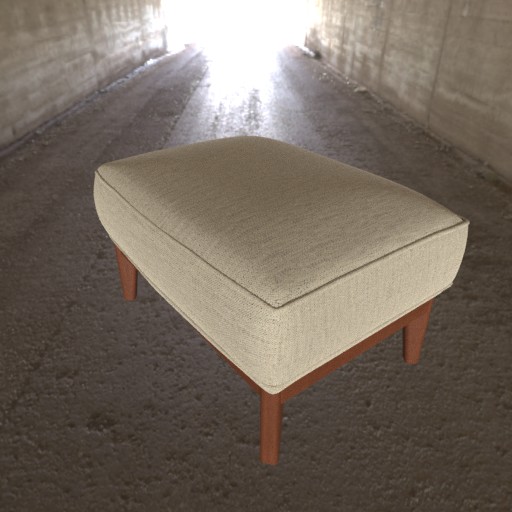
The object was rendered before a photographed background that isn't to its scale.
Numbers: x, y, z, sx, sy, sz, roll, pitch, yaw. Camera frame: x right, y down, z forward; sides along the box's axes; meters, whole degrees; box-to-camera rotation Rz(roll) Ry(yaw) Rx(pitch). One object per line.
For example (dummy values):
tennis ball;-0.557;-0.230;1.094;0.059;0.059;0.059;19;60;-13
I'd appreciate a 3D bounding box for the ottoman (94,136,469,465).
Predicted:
ottoman;0.000;0.000;1.142;0.594;0.465;0.794;-21;37;-31
